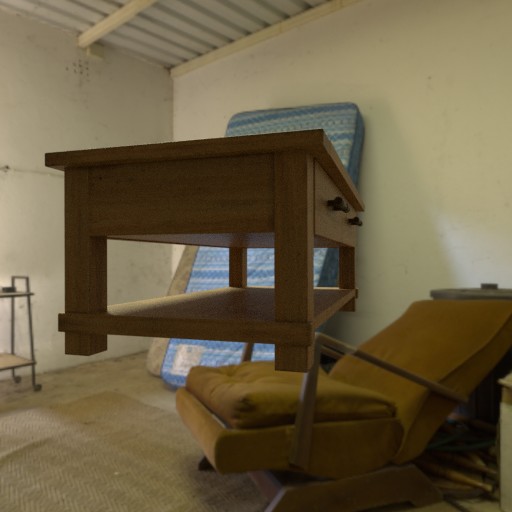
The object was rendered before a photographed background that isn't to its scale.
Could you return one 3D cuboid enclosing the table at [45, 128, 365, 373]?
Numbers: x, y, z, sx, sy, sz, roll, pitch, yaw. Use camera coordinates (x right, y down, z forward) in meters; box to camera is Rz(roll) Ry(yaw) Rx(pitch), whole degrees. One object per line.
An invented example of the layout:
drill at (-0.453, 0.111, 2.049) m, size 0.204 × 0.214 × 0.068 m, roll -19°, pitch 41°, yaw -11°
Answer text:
table at (0.000, 0.000, 1.578) m, size 0.693 × 0.494 × 1.270 m, roll 0°, pitch -1°, yaw 17°
